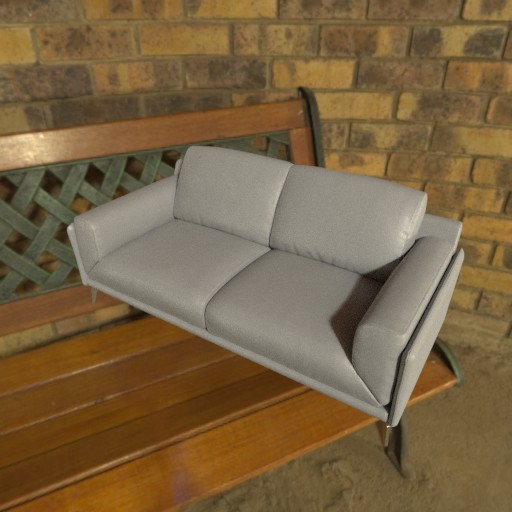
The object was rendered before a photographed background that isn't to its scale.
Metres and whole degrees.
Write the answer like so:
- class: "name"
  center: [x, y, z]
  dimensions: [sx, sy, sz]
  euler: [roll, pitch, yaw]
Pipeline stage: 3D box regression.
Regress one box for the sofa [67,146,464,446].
- class: "sofa"
  center: [0.000, 0.000, 2.620]
  dimensions: [2.101, 0.930, 1.049]
  euler: [18, 35, 28]
